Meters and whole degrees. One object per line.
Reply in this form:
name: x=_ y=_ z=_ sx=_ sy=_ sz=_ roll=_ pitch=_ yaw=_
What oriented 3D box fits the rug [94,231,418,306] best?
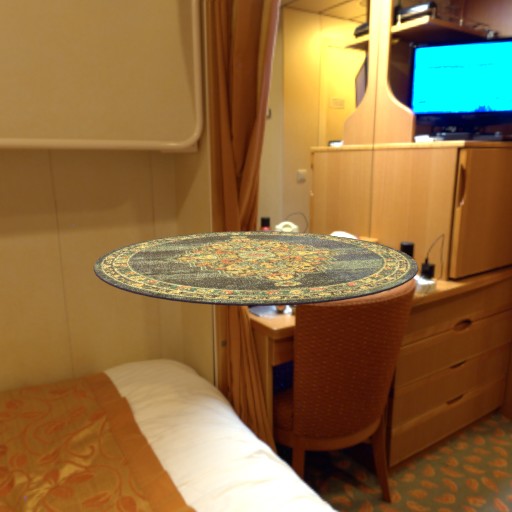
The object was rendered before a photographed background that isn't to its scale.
rug: x=0.000 y=0.000 z=3.457 sx=2.386 sy=0.014 sz=2.386 roll=0 pitch=12 yaw=0
